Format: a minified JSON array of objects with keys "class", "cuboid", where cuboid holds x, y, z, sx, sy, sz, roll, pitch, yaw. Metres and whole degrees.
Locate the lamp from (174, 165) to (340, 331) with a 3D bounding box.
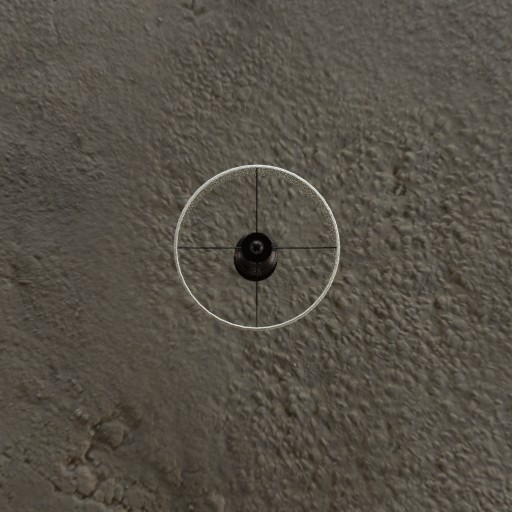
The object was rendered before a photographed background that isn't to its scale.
[{"class":"lamp","cuboid":[0.000,0.000,1.658,0.431,1.484,0.431,0,89,0]}]
